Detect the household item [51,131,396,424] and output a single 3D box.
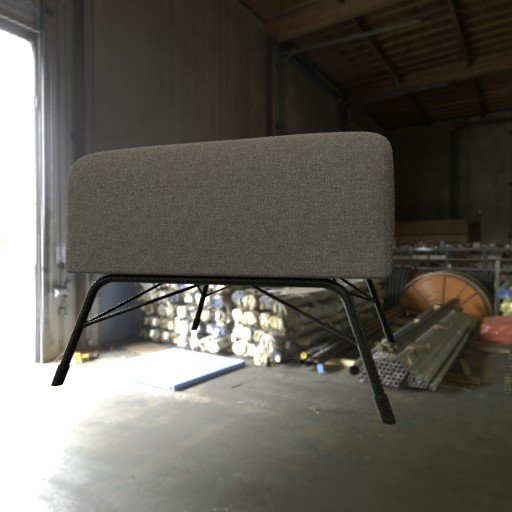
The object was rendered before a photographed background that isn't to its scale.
[{"bbox_3d":[0.000,0.000,0.878,0.530,0.410,0.530,0,1,17],"label":"household item"}]
